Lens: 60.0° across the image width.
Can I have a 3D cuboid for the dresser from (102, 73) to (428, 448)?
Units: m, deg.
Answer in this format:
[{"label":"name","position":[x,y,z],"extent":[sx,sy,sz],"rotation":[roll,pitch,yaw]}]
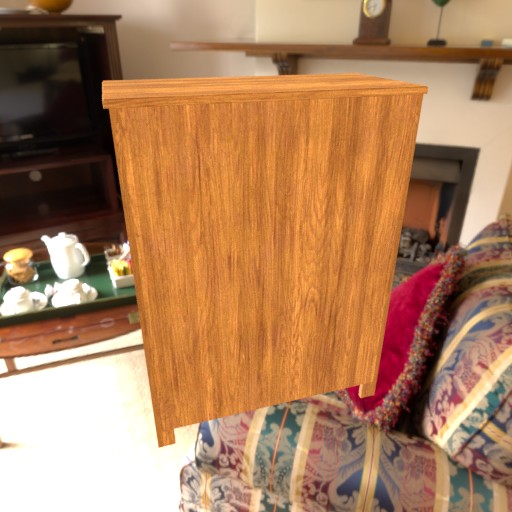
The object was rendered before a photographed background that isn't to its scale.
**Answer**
[{"label":"dresser","position":[0.000,0.000,1.954],"extent":[1.081,1.431,0.558],"rotation":[-8,28,-15]}]
